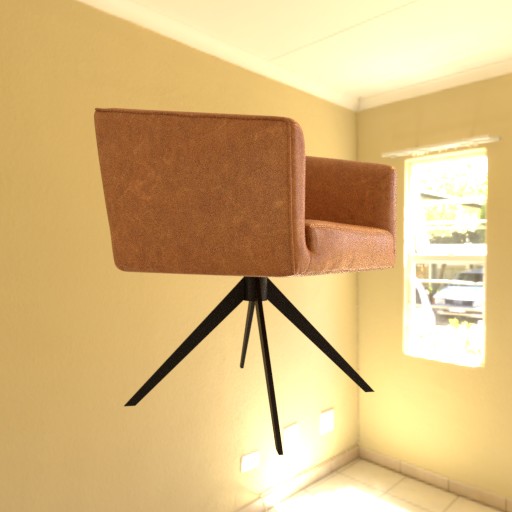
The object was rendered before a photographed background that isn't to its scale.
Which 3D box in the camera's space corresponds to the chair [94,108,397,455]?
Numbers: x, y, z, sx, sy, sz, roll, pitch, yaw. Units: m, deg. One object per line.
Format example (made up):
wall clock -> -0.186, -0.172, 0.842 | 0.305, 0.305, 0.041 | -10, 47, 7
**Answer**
chair -> 0.000, 0.000, 1.182 | 0.625, 0.760, 0.588 | 0, 0, 36
